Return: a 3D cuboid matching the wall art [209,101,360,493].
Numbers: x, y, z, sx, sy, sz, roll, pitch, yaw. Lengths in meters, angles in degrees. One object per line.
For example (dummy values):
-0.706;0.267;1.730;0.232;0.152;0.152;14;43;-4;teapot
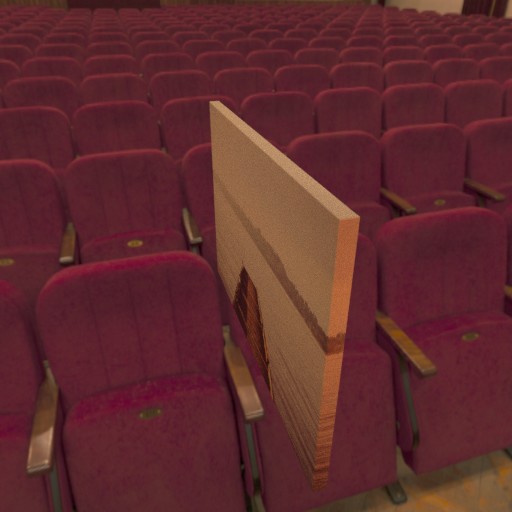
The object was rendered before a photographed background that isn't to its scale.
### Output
0.000;0.000;0.766;0.021;0.410;0.615;-8;30;-14;wall art
